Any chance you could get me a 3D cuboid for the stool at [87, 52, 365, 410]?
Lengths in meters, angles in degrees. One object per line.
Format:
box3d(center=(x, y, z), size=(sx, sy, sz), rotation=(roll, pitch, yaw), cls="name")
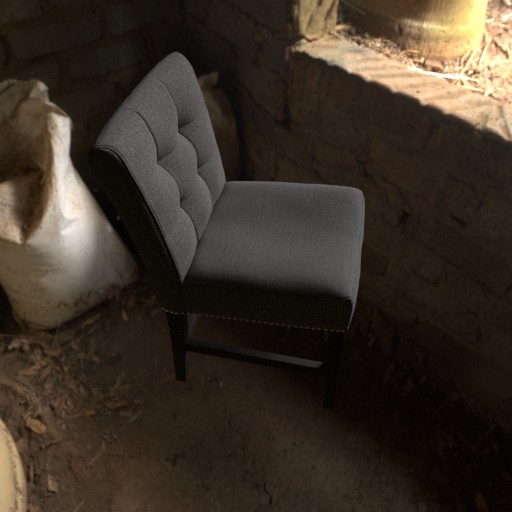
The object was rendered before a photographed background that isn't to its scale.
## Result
box3d(center=(0.000, 0.000, 1.200), size=(0.571, 0.885, 0.427), rotation=(10, 48, 9), cls="stool")
